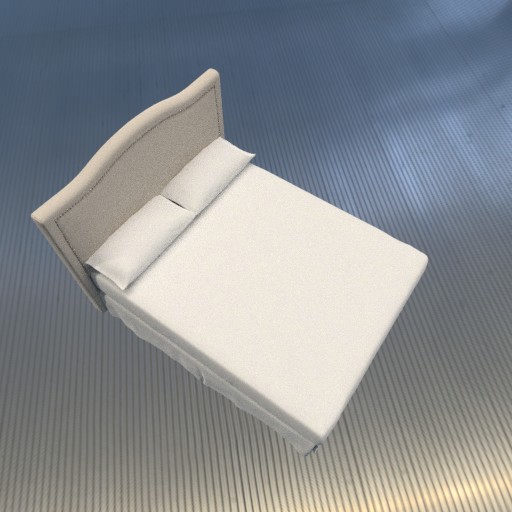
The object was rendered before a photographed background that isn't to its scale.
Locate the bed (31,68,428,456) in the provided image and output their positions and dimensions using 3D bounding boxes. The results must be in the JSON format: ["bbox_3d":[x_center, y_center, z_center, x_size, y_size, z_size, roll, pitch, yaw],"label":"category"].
[{"bbox_3d":[0.000,0.000,3.250,2.143,1.460,1.753,31,63,18],"label":"bed"}]
